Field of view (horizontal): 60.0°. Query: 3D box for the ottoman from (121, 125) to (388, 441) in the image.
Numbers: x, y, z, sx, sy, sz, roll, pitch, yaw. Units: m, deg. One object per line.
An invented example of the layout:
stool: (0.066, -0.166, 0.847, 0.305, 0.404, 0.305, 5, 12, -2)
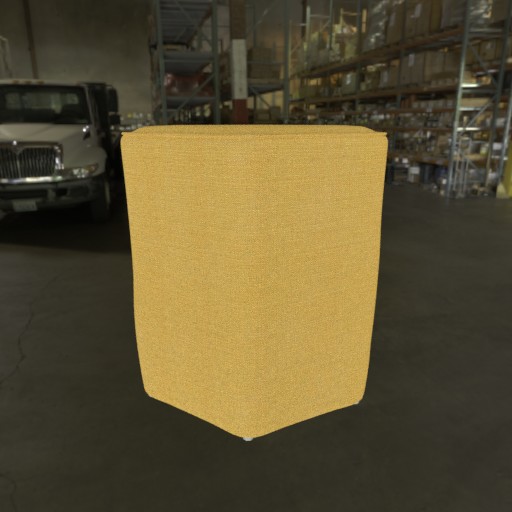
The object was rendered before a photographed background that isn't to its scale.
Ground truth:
ottoman: (0.000, 0.000, 0.889, 0.494, 0.502, 0.443, -8, 19, -25)
